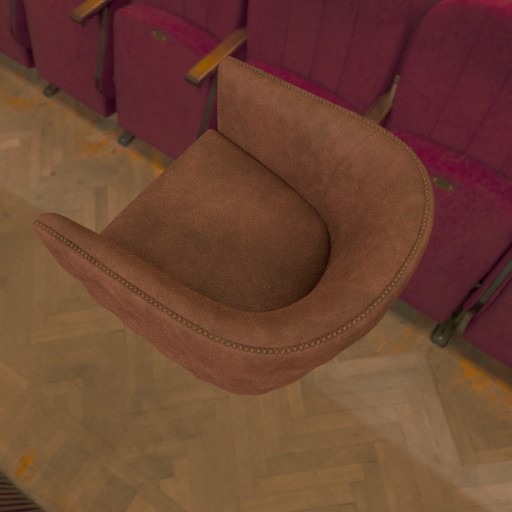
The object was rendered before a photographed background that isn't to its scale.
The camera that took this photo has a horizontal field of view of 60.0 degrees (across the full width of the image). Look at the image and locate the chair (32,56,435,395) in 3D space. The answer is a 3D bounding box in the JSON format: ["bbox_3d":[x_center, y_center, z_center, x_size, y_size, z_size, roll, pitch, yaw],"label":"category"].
[{"bbox_3d":[0.000,0.000,1.453,0.870,0.790,0.850,33,67,16],"label":"chair"}]
